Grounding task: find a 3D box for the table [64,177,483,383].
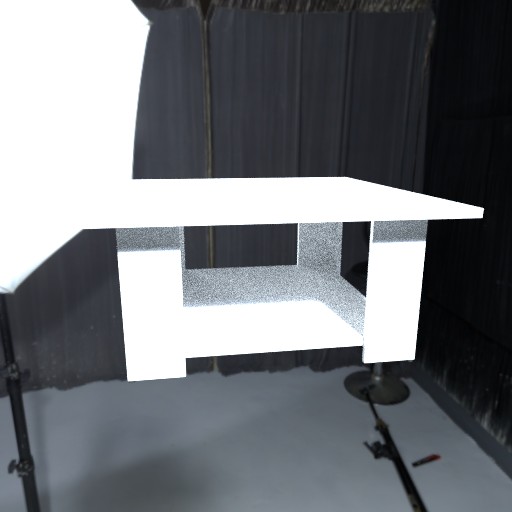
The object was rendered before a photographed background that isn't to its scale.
[{"bbox_3d":[0.000,0.000,1.054,0.670,0.305,0.670,-2,15,-8],"label":"table"}]
